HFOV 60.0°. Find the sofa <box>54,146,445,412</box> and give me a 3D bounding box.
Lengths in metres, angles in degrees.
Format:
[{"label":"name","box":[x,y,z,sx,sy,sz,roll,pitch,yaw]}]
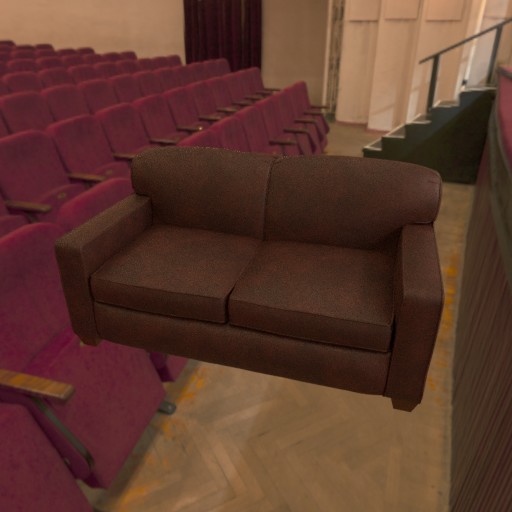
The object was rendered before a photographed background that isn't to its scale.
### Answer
[{"label":"sofa","box":[0.000,0.000,2.429,1.856,0.966,1.000,8,28,15]}]
